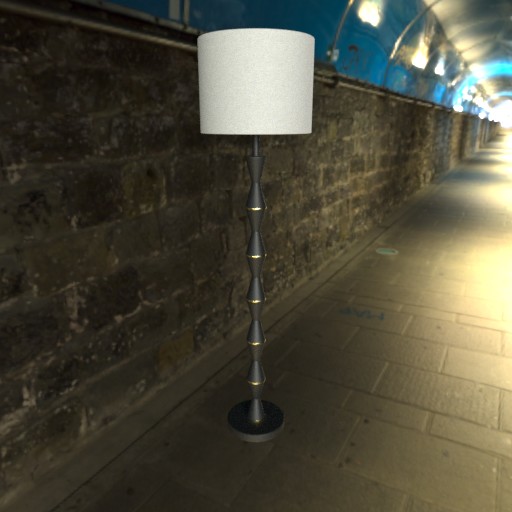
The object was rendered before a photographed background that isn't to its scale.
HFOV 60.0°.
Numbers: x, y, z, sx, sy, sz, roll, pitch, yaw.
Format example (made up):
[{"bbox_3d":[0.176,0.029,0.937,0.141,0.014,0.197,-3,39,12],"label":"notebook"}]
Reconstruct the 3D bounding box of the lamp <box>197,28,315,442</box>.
[{"bbox_3d":[0.000,0.000,1.667,0.381,1.480,0.381,16,23,42],"label":"lamp"}]
